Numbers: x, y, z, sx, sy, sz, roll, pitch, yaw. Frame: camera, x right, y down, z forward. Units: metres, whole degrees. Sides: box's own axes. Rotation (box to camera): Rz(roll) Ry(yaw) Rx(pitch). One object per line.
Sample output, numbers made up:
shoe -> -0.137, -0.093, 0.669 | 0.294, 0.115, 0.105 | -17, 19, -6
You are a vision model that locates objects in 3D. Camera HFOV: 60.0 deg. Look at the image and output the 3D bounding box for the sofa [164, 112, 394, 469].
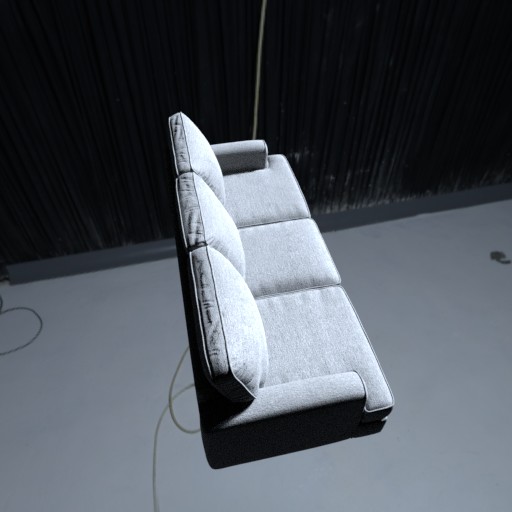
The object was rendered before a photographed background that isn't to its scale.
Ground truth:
sofa -> 0.000, 0.000, 2.736 | 0.951, 0.965, 2.158 | -9, 48, -8
